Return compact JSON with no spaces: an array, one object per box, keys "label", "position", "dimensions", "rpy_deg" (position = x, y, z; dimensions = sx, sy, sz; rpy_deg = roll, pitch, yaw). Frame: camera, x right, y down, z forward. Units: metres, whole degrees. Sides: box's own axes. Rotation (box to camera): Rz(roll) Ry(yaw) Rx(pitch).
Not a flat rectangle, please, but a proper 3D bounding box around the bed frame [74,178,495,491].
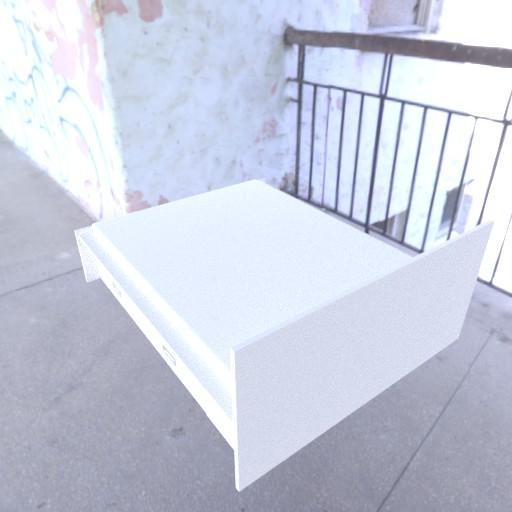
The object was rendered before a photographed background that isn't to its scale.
[{"label":"bed frame","position":[0.000,0.000,2.756],"dimensions":[1.622,0.800,1.960],"rpy_deg":[-21,37,-30]}]
